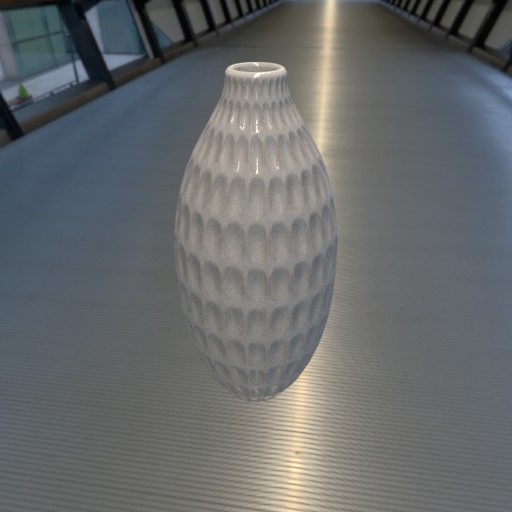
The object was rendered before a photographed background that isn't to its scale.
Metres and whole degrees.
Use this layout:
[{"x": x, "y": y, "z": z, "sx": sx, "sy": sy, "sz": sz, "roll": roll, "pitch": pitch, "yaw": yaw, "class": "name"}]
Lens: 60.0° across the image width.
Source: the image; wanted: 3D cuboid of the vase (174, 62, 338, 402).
[{"x": 0.000, "y": 0.000, "z": 0.354, "sx": 0.127, "sy": 0.282, "sz": 0.127, "roll": 0, "pitch": 33, "yaw": 0, "class": "vase"}]
